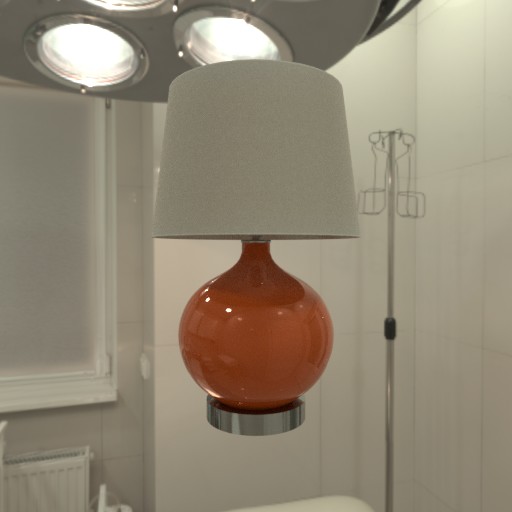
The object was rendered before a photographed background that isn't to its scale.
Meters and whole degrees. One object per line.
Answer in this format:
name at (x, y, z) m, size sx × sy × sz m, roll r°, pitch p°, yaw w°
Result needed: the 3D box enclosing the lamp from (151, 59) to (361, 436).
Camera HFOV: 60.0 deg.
lamp at (0.000, 0.000, 0.536) m, size 0.247 × 0.387 × 0.247 m, roll 0°, pitch 1°, yaw 0°
